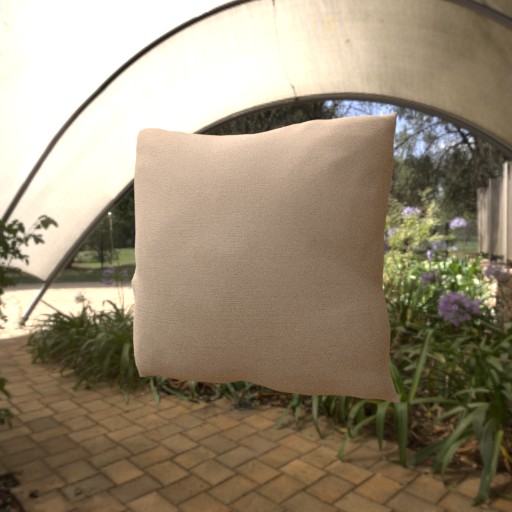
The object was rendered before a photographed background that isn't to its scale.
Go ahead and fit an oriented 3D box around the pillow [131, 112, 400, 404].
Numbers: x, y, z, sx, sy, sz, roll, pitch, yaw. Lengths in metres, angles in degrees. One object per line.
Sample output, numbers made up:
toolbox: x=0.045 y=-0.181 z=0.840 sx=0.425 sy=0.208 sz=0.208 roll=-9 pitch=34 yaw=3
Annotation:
pillow: x=0.000 y=0.000 z=0.725 sx=0.450 sy=0.448 sz=0.245 roll=0 pitch=1 yaw=17
